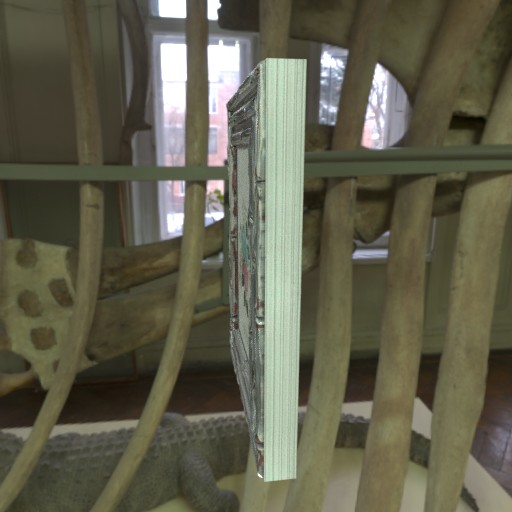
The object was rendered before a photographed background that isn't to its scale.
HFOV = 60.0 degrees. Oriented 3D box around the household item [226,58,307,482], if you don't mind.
[{"bbox_3d":[0.000,0.000,0.298,0.025,0.216,0.165,-2,13,-8],"label":"household item"}]
